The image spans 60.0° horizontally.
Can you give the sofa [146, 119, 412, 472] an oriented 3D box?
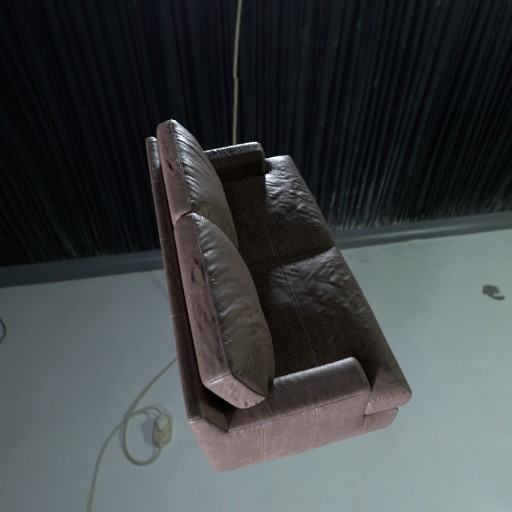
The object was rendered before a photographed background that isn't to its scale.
[{"bbox_3d":[0.000,0.000,2.844,1.143,0.941,2.261,-10,48,-9],"label":"sofa"}]
